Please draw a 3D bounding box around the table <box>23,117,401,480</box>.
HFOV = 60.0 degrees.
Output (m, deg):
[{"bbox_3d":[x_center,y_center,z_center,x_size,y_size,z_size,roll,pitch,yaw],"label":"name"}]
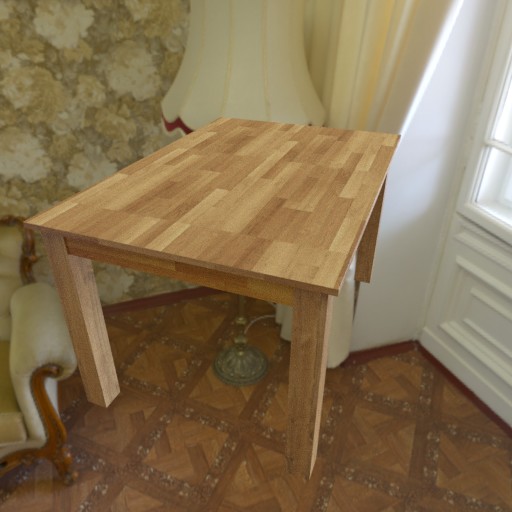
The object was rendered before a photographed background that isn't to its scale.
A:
[{"bbox_3d":[0.000,0.000,1.818,0.900,0.750,1.300,11,33,18],"label":"table"}]
